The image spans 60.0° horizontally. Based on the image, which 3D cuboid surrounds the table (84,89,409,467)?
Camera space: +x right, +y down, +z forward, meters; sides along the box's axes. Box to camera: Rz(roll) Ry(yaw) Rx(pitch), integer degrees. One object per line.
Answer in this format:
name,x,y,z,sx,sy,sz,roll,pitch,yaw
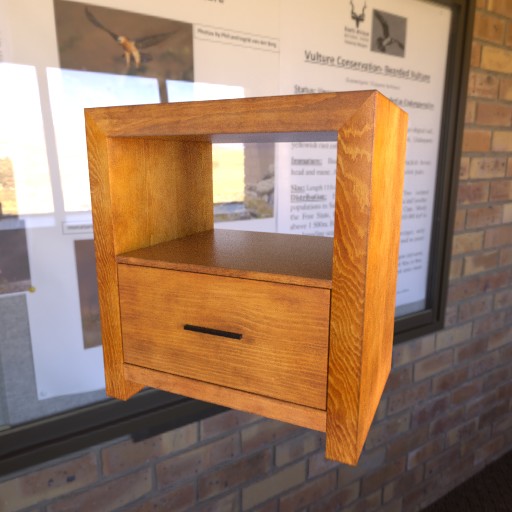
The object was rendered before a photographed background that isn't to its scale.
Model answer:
table,0.000,0.000,0.969,0.550,0.605,0.400,6,14,24
